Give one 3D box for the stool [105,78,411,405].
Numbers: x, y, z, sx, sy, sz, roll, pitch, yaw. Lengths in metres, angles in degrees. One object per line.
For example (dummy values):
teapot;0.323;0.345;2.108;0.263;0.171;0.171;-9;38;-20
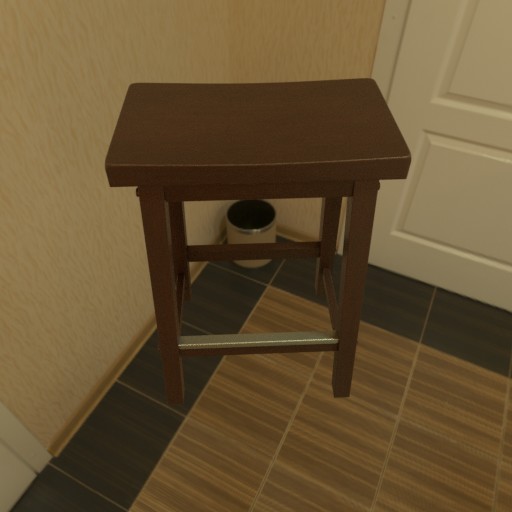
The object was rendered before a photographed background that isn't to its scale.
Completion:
stool;0.000;0.000;0.878;0.406;0.610;0.322;-2;47;-2
